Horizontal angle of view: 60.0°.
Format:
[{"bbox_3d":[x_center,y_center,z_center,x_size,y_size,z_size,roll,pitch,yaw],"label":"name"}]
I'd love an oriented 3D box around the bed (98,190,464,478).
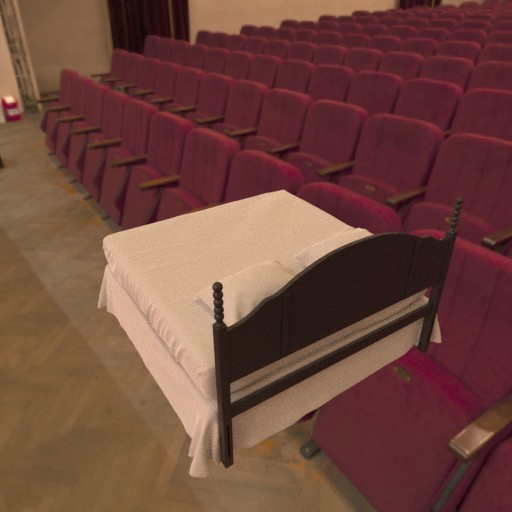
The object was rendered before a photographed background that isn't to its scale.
[{"bbox_3d":[0.000,0.000,3.635,2.322,1.355,2.219,-19,35,-28],"label":"bed"}]
